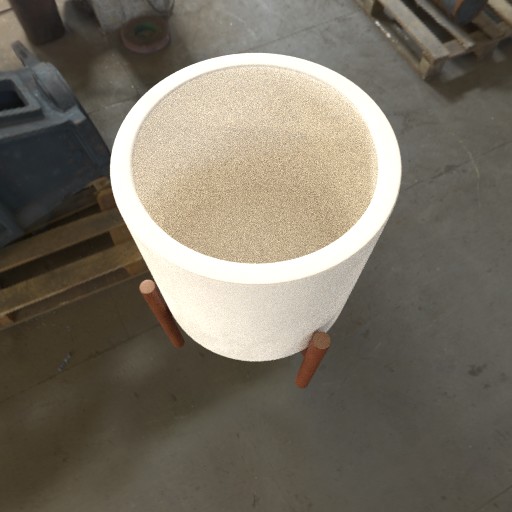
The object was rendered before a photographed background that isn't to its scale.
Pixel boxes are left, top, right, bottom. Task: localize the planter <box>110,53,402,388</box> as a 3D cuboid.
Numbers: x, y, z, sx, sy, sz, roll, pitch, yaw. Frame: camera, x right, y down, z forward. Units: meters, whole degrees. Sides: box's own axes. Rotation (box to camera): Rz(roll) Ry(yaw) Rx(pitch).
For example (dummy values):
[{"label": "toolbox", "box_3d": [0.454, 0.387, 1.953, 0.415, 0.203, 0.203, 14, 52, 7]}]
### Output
[{"label": "planter", "box_3d": [0.000, 0.000, 0.939, 0.417, 0.670, 0.417, 15, 64, 8]}]
